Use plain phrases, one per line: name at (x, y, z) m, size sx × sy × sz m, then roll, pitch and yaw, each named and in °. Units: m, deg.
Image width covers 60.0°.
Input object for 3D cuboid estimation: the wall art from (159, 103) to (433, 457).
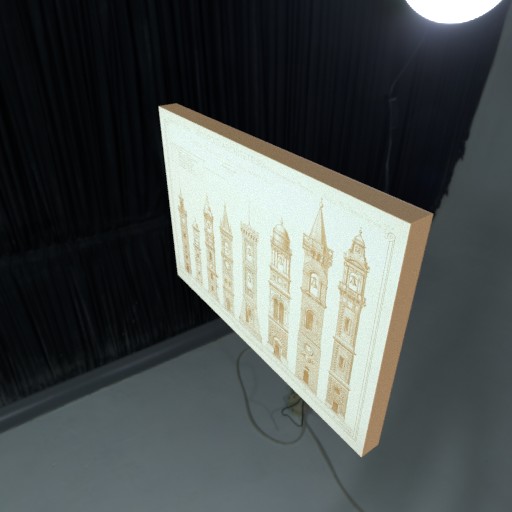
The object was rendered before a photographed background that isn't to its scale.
wall art at (0.000, 0.000, 0.793) m, size 0.039 × 0.407 × 0.609 m, roll -21°, pitch 38°, yaw -30°
